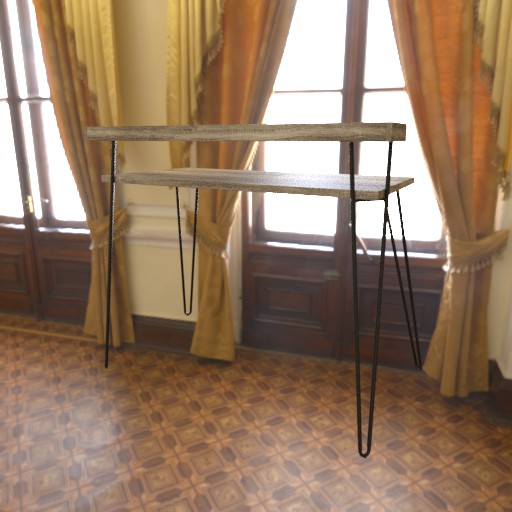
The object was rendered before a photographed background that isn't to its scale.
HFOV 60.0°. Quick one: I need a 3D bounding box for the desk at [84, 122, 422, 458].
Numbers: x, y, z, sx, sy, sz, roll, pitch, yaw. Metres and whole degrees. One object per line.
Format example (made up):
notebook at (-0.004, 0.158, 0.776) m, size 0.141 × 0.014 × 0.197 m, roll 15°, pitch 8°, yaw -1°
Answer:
desk at (0.000, 0.000, 1.608) m, size 1.135 × 0.899 × 0.605 m, roll 8°, pitch 17°, yaw 28°
